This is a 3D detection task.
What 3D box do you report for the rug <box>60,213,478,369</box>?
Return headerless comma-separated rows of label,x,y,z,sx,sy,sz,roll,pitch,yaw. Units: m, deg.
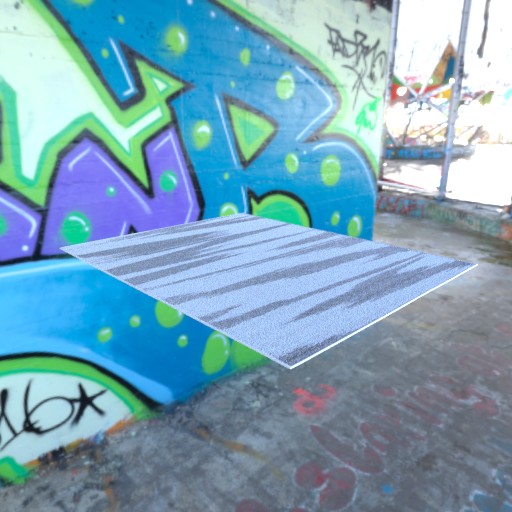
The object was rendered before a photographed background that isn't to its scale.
rug,0.000,0.000,3.963,2.353,0.014,2.945,-16,23,-41
